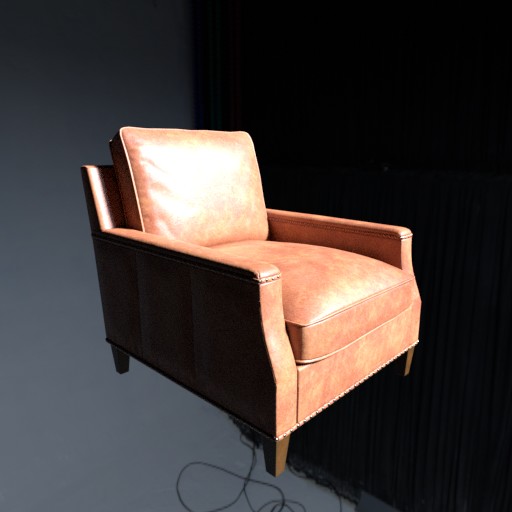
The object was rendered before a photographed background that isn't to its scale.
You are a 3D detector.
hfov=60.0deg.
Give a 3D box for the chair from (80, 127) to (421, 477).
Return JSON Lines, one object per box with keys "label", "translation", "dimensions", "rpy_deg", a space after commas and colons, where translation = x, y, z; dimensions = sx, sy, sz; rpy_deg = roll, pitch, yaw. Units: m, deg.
{"label": "chair", "translation": [0.000, 0.000, 1.677], "dimensions": [1.014, 0.943, 0.853], "rpy_deg": [13, 19, 42]}
